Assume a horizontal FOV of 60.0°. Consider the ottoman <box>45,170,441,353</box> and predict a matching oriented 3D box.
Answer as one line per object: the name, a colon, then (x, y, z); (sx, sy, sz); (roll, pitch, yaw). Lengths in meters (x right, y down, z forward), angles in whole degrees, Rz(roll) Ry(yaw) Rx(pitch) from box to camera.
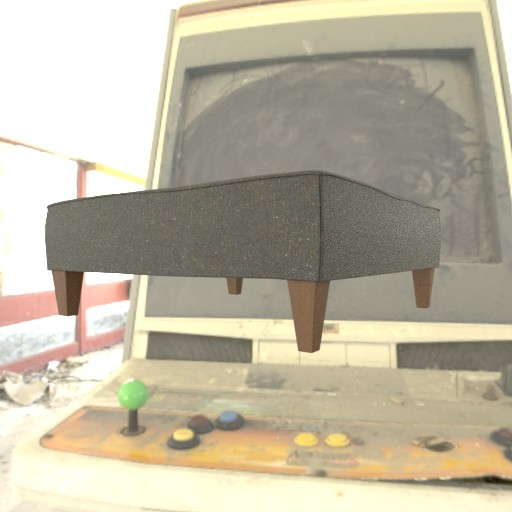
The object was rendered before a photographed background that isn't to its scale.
ottoman: (0.000, 0.000, 1.535); (1.004, 0.382, 0.968); (0, 1, 35)
